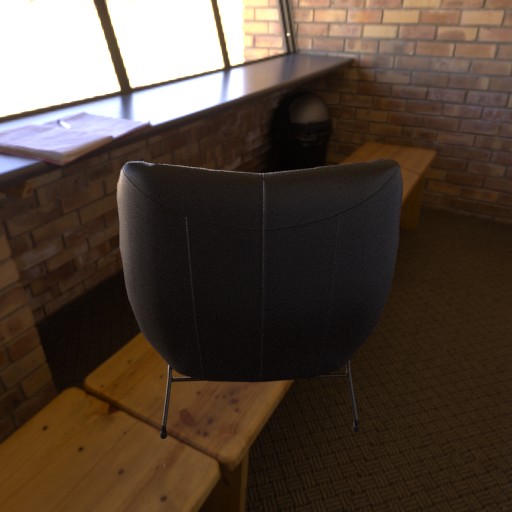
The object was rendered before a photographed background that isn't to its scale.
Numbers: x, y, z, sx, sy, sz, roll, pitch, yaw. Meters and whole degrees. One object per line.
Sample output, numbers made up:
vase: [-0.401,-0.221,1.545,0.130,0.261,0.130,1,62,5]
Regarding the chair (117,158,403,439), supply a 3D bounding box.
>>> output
chair: [0.000,0.000,1.565,0.836,0.922,0.826,-1,30,-2]
